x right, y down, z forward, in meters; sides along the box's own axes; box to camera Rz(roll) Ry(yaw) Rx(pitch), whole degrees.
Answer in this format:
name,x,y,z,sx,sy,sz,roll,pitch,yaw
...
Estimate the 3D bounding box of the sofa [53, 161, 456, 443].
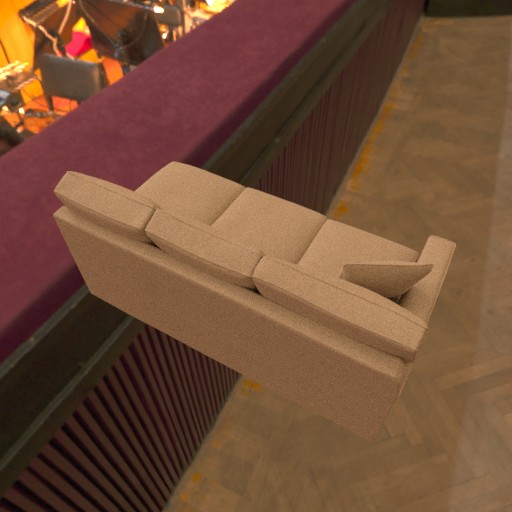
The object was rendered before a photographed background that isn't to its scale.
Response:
name,x,y,z,sx,sy,sz,roll,pitch,yaw
sofa,0.000,0.000,2.564,1.962,0.946,1.034,23,52,19
